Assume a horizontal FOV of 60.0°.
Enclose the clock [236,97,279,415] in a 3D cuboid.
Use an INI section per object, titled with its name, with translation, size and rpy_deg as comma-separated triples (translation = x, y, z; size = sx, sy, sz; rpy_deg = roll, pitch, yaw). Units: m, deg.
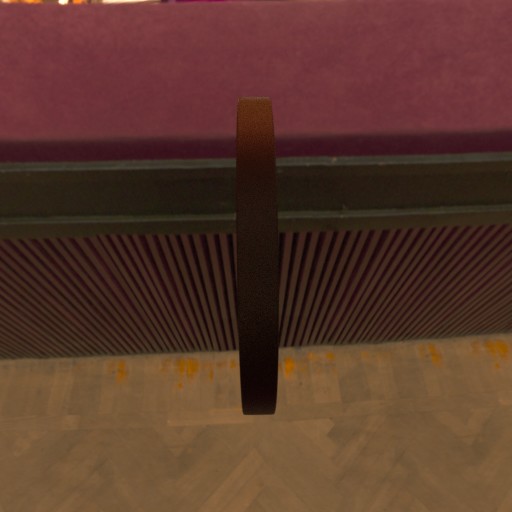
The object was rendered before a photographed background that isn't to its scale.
[clock]
translation = 0.000, 0.000, 0.464
size = 0.029, 0.314, 0.314
rpy_deg = -1, 64, 0
